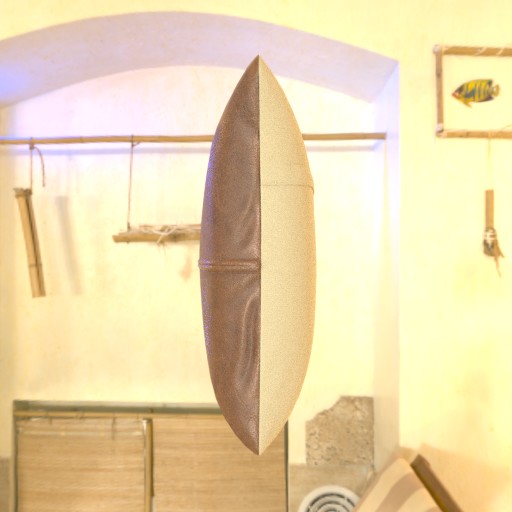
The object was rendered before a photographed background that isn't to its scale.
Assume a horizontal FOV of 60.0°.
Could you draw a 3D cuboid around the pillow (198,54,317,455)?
[{"bbox_3d":[0.000,0.000,0.745,0.192,0.470,0.484,0,0,1],"label":"pillow"}]
